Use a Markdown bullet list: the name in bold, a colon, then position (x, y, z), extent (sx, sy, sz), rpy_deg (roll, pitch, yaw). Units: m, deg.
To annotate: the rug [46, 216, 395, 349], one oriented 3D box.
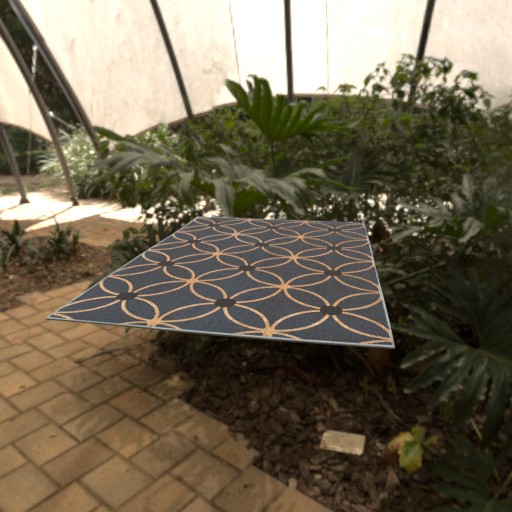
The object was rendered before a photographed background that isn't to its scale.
- **rug**: position (0.000, 0.000, 2.925), extent (1.522, 0.008, 2.284), rpy_deg (3, 17, 10)
